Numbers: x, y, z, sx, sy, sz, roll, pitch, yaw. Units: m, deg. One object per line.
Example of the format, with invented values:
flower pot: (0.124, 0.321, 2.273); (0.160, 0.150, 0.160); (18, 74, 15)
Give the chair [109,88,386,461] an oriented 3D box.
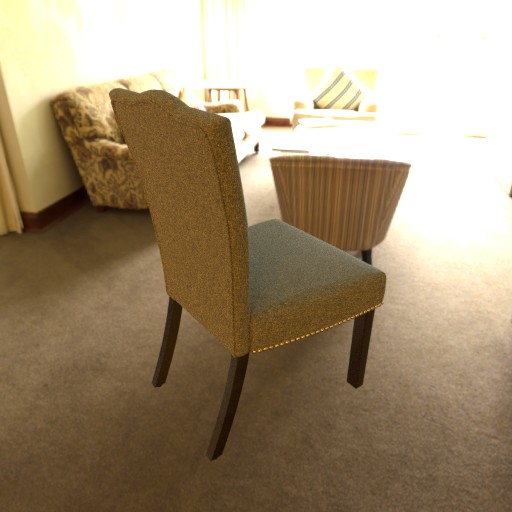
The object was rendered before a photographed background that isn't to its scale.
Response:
chair: (0.000, 0.000, 1.281); (0.589, 0.946, 0.518); (-19, 34, -32)
